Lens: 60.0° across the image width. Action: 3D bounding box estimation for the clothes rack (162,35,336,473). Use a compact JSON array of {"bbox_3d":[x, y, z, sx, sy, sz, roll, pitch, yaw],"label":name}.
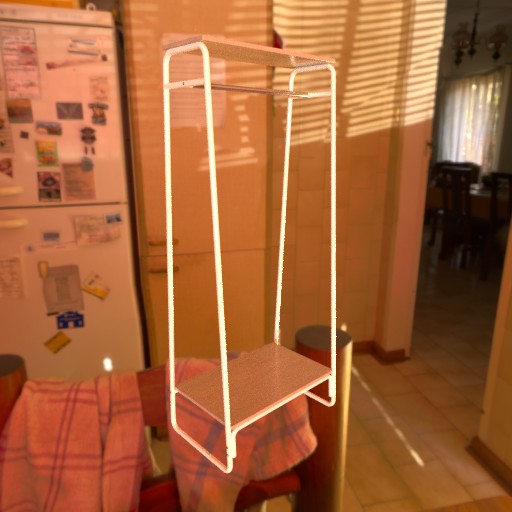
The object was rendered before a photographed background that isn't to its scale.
[{"bbox_3d":[0.000,0.000,1.791,0.640,1.512,0.400,-14,20,-41],"label":"clothes rack"}]
